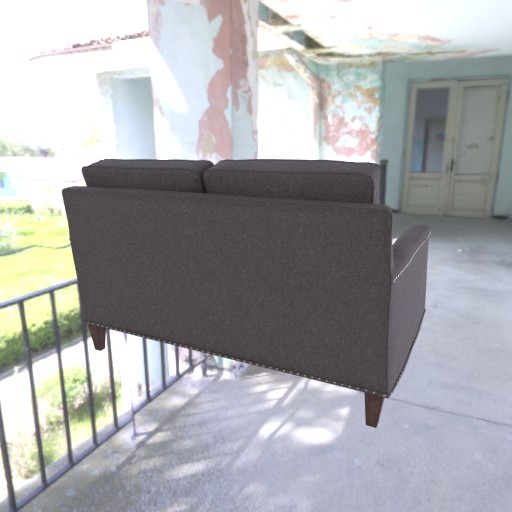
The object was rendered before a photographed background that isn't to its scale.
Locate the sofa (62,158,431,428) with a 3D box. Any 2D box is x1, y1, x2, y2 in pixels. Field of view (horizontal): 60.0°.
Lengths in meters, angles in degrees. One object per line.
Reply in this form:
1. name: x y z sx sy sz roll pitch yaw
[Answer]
1. sofa: 0.000 0.000 2.272 1.597 1.003 1.084 7 16 26
